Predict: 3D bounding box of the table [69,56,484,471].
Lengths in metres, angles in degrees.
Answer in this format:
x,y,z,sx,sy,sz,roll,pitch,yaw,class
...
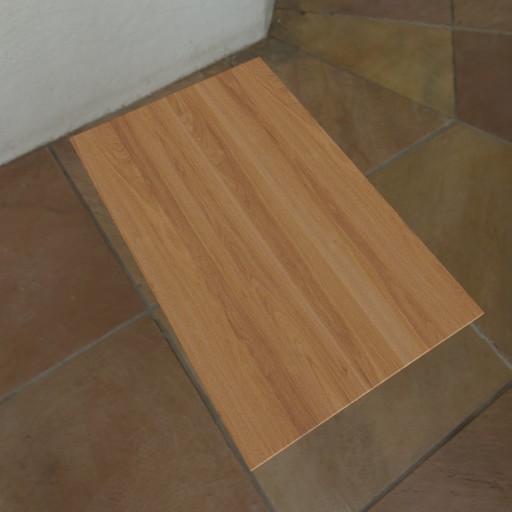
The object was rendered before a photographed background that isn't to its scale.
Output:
x,y,z,sx,sy,sz,roll,pitch,yaw,class
0.000,0.000,1.490,0.700,0.510,1.100,-29,67,-13,table
